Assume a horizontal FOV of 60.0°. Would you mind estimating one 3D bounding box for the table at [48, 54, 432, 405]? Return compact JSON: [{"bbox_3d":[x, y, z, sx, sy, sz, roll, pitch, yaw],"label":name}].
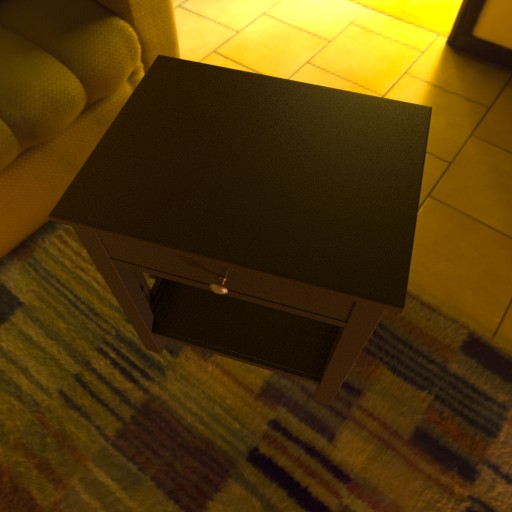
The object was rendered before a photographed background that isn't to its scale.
[{"bbox_3d":[0.000,0.000,1.043,0.564,0.646,0.451,14,59,9],"label":"table"}]
